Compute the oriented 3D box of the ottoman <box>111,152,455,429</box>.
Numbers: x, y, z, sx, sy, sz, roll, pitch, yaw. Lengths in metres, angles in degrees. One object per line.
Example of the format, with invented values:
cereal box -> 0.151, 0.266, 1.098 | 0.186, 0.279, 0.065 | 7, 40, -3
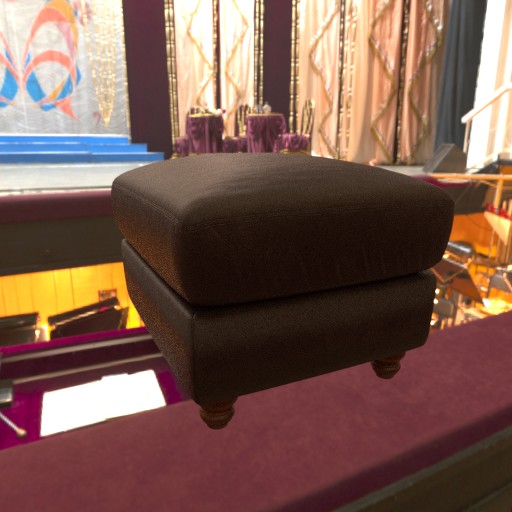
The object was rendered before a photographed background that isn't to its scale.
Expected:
ottoman -> 0.000, 0.000, 1.261 | 0.670, 0.569, 0.806 | -7, 16, -25
